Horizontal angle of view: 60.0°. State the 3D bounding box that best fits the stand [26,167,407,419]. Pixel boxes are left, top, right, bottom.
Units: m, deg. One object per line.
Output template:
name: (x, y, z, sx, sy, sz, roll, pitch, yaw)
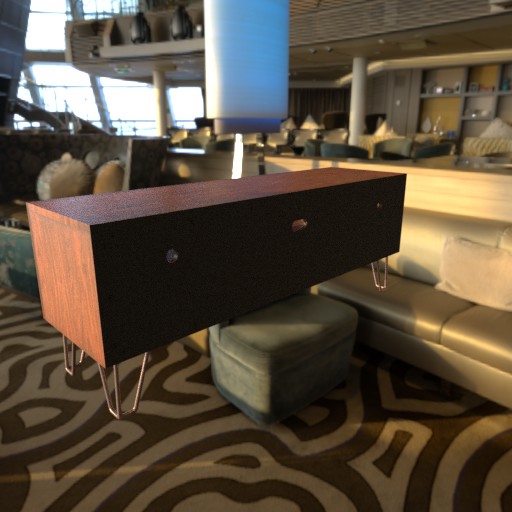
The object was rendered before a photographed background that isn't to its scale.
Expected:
stand: (0.000, 0.000, 1.898, 1.626, 0.610, 0.481, -16, 23, -42)
